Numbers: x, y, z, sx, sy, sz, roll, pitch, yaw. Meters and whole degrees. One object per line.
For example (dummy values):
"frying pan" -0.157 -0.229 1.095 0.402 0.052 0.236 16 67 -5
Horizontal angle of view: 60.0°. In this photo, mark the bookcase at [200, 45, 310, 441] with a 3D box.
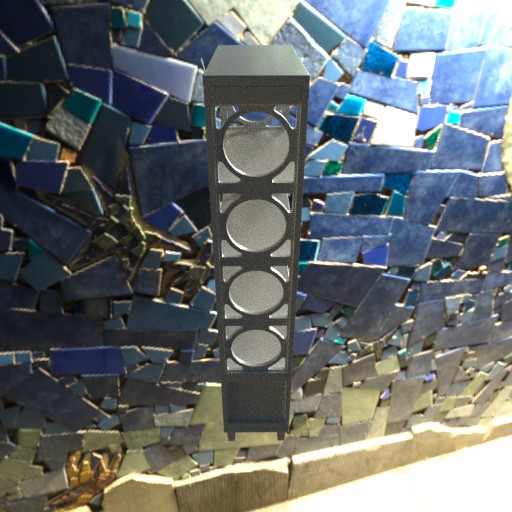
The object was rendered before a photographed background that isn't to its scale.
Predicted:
"bookcase" 0.000 0.000 2.166 0.361 1.869 0.761 0 32 0
